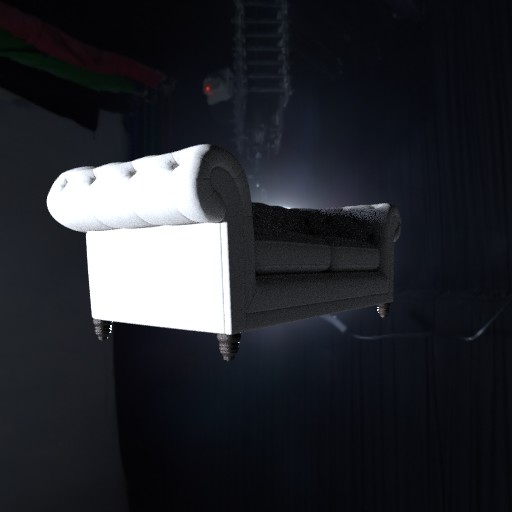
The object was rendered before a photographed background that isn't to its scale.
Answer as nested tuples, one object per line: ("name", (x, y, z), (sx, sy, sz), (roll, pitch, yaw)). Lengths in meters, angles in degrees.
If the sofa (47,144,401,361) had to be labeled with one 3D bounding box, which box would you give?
("sofa", (0.000, 0.000, 2.431), (0.986, 0.764, 1.998), (-1, -1, 36))
